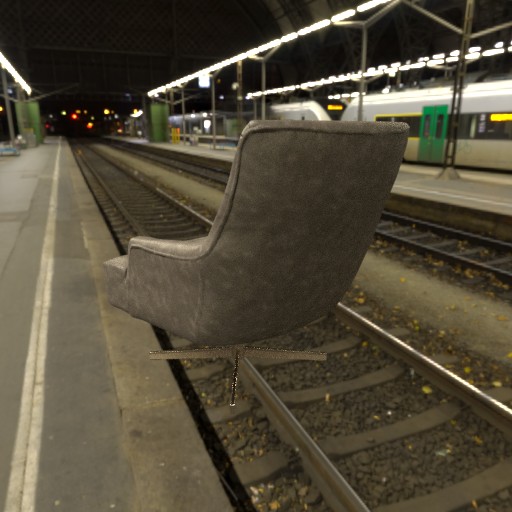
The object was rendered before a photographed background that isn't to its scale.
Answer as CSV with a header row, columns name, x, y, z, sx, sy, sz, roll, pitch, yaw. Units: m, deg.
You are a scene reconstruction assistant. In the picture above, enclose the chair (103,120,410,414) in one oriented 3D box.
name,x,y,z,sx,sy,sz,roll,pitch,yaw
chair,0.000,0.000,1.507,0.738,0.870,0.874,-15,22,-42
